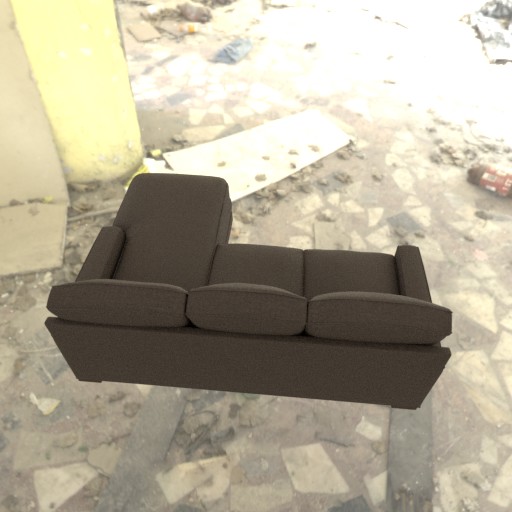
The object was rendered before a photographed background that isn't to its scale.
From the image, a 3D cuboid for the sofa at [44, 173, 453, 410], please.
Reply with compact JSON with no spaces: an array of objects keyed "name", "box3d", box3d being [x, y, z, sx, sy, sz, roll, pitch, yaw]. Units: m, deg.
[{"name":"sofa","box3d":[0.000,0.000,3.317,2.370,0.973,1.790,4,47,4]}]
